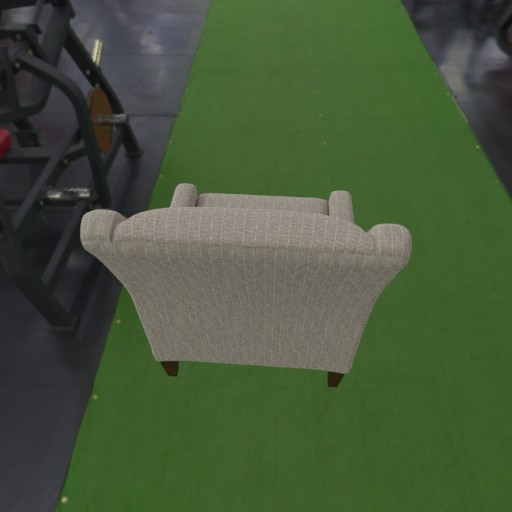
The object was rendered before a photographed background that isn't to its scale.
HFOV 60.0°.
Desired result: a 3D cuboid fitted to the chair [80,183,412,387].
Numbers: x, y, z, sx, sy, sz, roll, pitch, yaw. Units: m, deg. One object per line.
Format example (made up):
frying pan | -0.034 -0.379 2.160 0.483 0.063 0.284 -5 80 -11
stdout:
chair | 0.000 0.000 1.621 0.774 1.014 0.870 3 47 3
